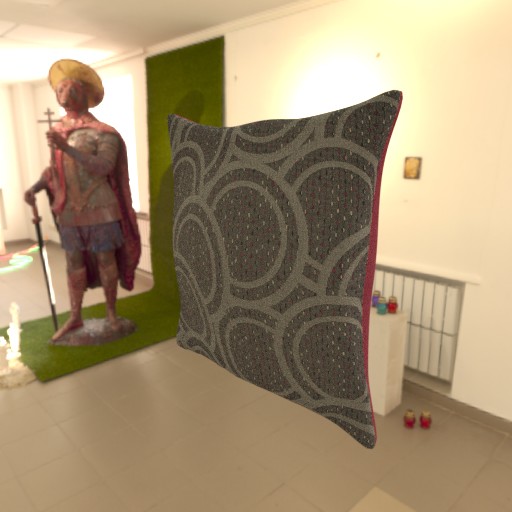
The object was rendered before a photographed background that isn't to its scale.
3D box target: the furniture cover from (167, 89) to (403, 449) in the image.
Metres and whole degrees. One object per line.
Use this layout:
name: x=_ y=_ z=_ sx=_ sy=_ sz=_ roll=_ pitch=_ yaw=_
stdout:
furniture cover: x=0.000 y=0.000 z=0.786 sx=0.163 sy=0.513 sz=0.514 roll=-13 pitch=19 yaw=-42
